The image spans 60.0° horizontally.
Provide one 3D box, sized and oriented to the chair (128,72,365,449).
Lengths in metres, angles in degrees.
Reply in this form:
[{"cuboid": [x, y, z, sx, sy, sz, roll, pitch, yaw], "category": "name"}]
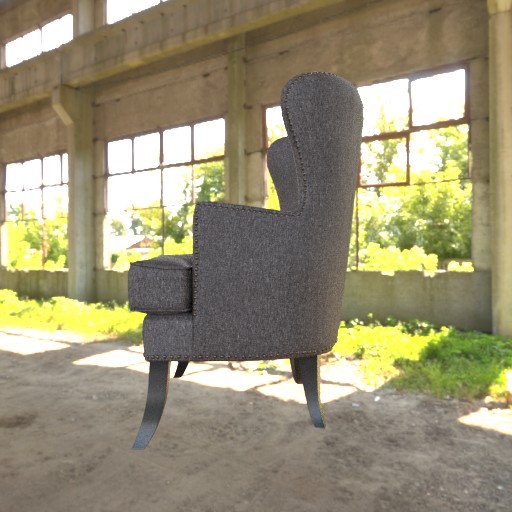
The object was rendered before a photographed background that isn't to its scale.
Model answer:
[{"cuboid": [0.000, 0.000, 1.599, 0.758, 1.060, 0.759, 0, -1, -2], "category": "chair"}]
